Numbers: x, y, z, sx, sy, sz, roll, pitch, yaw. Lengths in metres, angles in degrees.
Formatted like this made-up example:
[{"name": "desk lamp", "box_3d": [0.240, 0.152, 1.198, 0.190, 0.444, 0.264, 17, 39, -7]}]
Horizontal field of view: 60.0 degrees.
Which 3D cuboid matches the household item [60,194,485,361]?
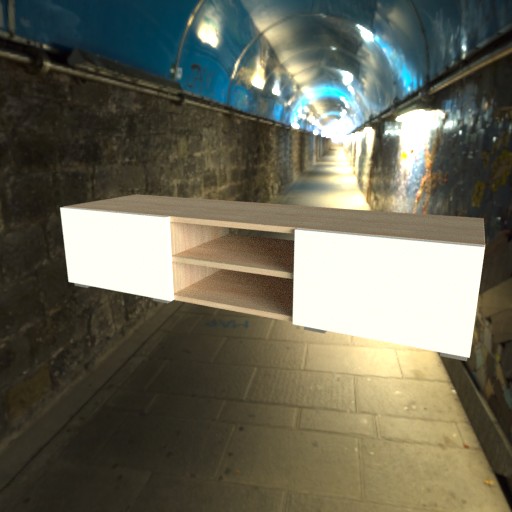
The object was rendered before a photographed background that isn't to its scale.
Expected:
[{"name": "household item", "box_3d": [0.000, 0.000, 1.559, 1.400, 0.310, 0.420, 7, 17, 25]}]
